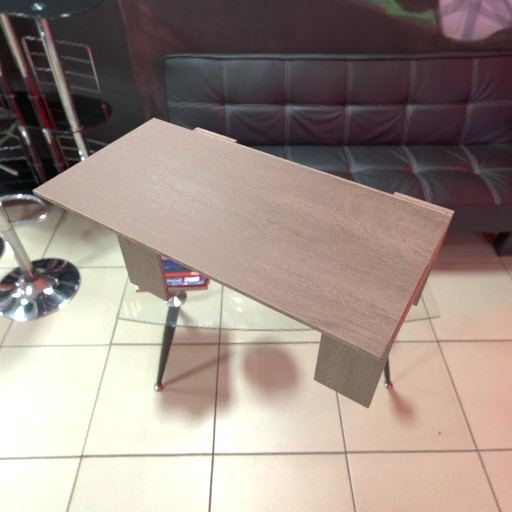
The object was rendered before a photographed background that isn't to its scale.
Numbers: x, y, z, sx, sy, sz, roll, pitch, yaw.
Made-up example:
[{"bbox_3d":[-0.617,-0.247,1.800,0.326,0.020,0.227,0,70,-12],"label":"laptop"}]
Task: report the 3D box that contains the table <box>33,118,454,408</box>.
[{"bbox_3d":[0.000,0.000,1.437,1.000,0.570,0.711,24,49,22],"label":"table"}]
